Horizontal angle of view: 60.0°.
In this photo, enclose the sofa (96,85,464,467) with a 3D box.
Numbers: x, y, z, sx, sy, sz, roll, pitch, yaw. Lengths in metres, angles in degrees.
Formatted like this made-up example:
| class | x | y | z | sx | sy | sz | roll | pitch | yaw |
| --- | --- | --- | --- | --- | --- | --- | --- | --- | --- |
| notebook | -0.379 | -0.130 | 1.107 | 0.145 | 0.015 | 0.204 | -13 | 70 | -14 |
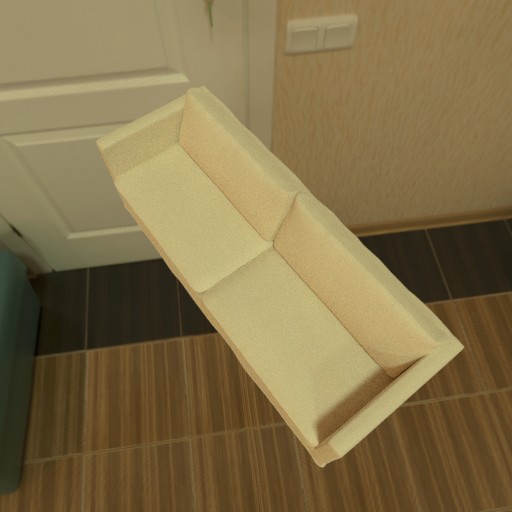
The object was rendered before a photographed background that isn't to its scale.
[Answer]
| class | x | y | z | sx | sy | sz | roll | pitch | yaw |
| --- | --- | --- | --- | --- | --- | --- | --- | --- | --- |
| sofa | 0.000 | 0.000 | 3.265 | 1.036 | 0.999 | 2.779 | -34 | 67 | -16 |
